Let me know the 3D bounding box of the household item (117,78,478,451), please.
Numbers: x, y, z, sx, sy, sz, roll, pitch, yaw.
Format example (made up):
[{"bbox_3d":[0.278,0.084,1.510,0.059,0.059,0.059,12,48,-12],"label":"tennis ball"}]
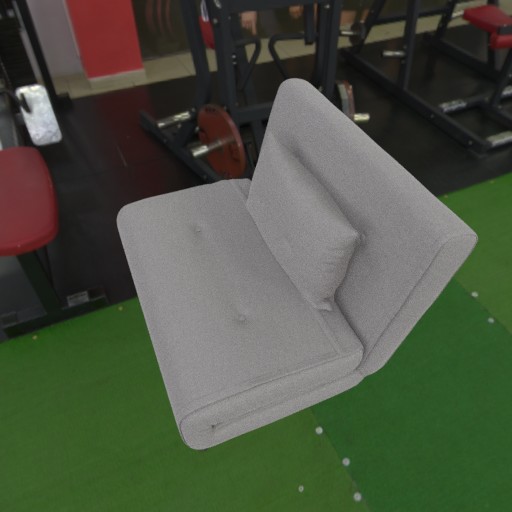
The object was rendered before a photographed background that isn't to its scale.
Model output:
[{"bbox_3d":[0.000,0.000,1.616,0.874,0.800,1.000,-17,49,-16],"label":"household item"}]
